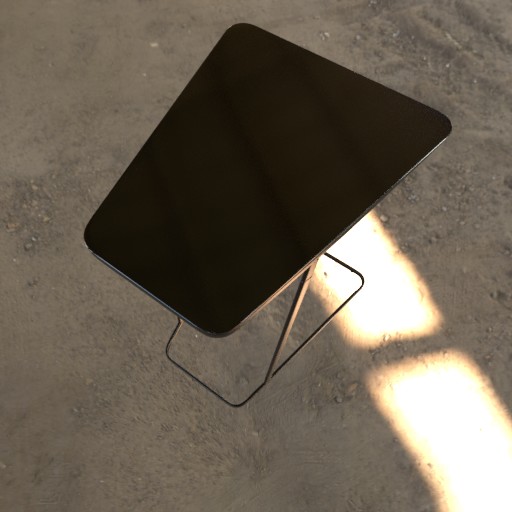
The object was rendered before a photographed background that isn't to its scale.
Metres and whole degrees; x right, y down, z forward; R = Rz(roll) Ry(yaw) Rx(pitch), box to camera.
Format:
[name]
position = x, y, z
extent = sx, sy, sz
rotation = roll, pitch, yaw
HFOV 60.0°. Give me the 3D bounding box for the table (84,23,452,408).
[table]
position = 0.000, 0.000, 0.935
extent = 0.427, 0.624, 0.500
rotation = 32, 68, 15
